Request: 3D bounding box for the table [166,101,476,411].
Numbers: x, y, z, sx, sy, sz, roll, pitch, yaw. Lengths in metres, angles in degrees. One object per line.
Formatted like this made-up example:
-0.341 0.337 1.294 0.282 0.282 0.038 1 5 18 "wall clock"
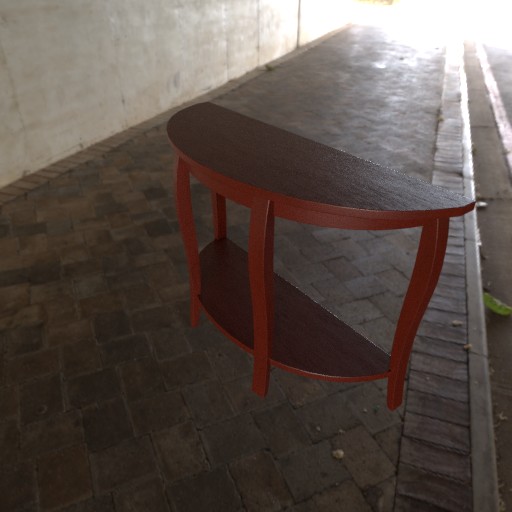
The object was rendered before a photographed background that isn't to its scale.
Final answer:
0.000 0.000 1.577 0.405 0.779 1.219 -22 38 -30 "table"
